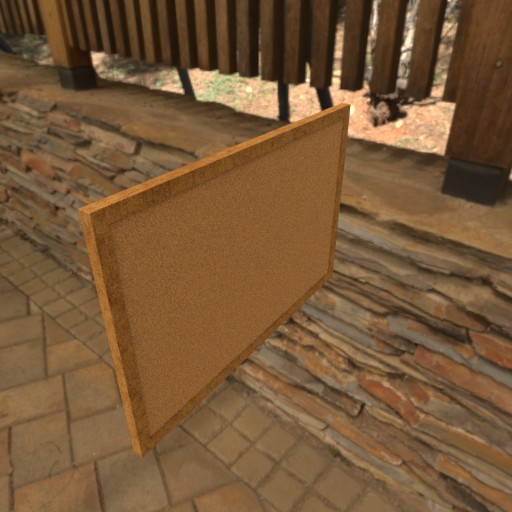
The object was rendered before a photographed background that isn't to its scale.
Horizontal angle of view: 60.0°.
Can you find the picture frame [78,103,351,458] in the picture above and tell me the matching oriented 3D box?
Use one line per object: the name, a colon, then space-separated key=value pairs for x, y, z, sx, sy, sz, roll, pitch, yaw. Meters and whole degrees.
picture frame: x=0.000 y=0.000 z=1.179 sx=0.029 sy=0.621 sz=0.922 roll=21 pitch=37 yaw=30
